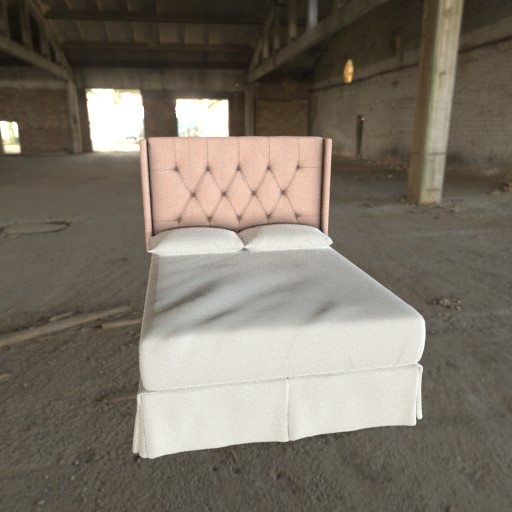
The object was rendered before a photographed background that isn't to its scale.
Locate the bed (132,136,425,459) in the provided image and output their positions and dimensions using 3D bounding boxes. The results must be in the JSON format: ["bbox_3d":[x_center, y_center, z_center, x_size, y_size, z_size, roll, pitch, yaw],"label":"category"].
[{"bbox_3d":[0.000,0.000,3.249,1.719,1.665,2.066,-3,16,-10],"label":"bed"}]
